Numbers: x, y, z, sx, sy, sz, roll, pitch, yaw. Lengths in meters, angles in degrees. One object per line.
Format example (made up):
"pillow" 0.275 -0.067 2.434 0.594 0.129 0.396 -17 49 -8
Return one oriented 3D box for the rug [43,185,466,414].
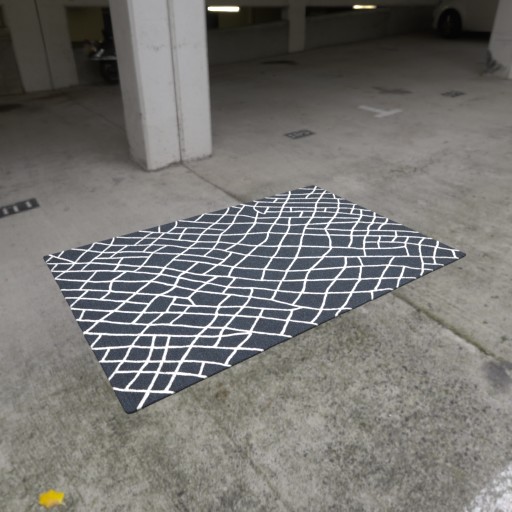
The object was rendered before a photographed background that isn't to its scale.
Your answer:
"rug" 0.000 0.000 2.292 1.830 0.013 1.223 -19 35 -29
